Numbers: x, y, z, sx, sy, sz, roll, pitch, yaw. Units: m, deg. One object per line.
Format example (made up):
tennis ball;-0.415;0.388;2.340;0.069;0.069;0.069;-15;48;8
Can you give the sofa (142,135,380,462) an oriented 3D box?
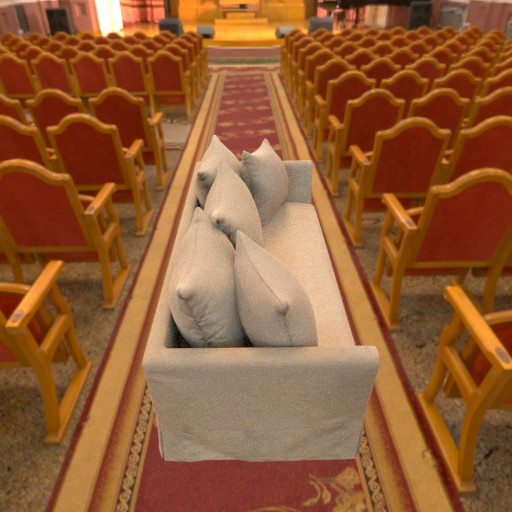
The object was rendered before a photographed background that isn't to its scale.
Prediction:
sofa;0.000;0.000;2.859;1.031;1.034;2.290;-1;32;-1
